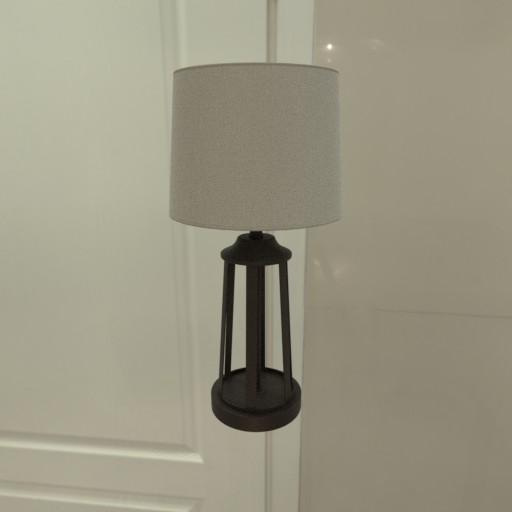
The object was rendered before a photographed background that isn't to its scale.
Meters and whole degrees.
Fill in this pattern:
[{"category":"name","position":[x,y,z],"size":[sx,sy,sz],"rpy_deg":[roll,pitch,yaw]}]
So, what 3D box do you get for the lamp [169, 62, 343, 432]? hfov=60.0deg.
[{"category":"lamp","position":[0.000,0.000,0.667],"size":[0.251,0.509,0.251],"rpy_deg":[0,16,0]}]
